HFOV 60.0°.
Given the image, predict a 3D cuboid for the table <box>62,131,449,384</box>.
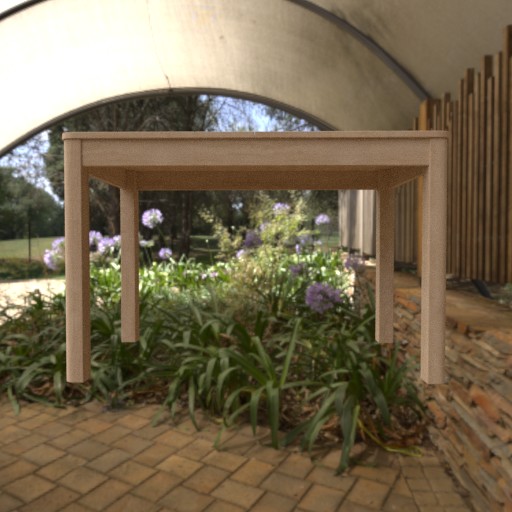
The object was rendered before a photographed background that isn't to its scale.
[{"bbox_3d":[0.000,0.000,1.951,1.400,0.900,0.750,0,2,1],"label":"table"}]
